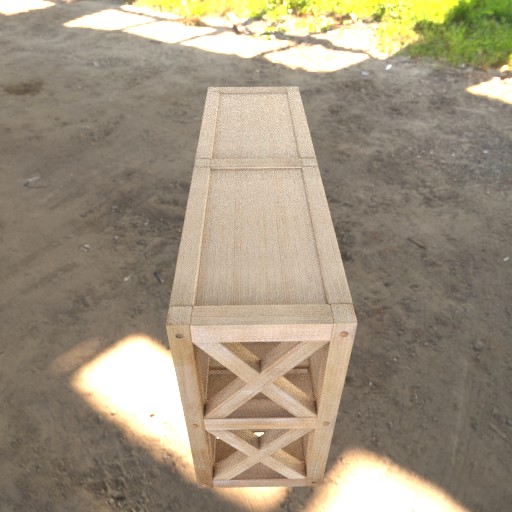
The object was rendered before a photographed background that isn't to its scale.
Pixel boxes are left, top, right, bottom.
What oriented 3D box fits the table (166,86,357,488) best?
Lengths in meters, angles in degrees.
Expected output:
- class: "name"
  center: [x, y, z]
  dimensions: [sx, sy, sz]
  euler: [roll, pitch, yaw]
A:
- class: "table"
  center: [0.000, 0.000, 1.618]
  dimensions: [0.381, 0.762, 1.320]
  euler: [-1, 40, -1]
